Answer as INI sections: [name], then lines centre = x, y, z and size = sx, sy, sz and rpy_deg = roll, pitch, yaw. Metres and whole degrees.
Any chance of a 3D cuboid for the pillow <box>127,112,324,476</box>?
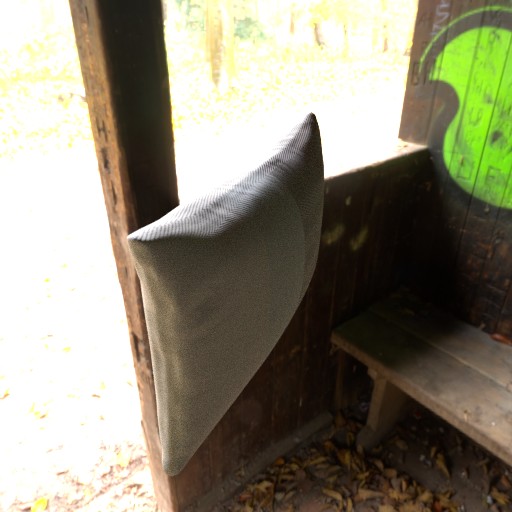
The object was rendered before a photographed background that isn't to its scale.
[pillow]
centre = 0.000, 0.000, 0.623
size = 0.139, 0.305, 0.506
rpy_deg = 11, 31, 20
